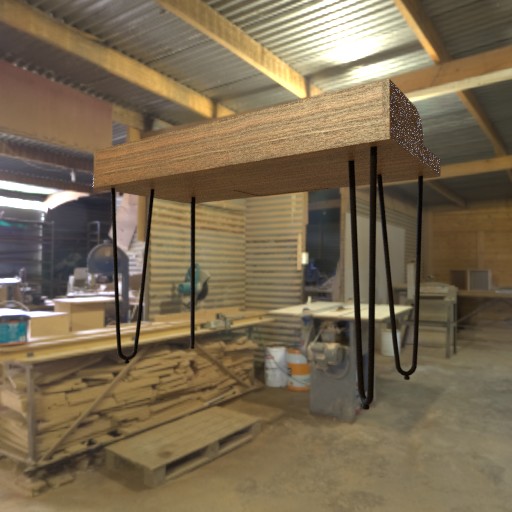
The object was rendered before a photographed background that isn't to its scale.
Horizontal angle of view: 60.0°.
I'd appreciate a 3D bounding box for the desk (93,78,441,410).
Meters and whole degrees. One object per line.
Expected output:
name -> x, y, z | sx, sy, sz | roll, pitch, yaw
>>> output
desk -> 0.000, 0.000, 1.660 | 1.200, 0.854, 0.565 | -1, -2, 35
